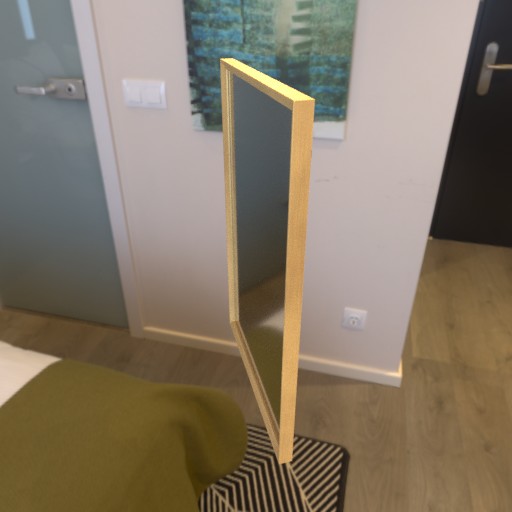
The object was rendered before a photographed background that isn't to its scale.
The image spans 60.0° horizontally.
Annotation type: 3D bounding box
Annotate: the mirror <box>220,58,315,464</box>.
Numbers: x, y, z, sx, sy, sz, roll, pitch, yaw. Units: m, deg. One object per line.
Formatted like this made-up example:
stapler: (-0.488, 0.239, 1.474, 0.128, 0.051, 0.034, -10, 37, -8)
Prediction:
mirror: (0.000, 0.000, 1.192, 0.041, 0.915, 0.609, -8, 31, -13)
